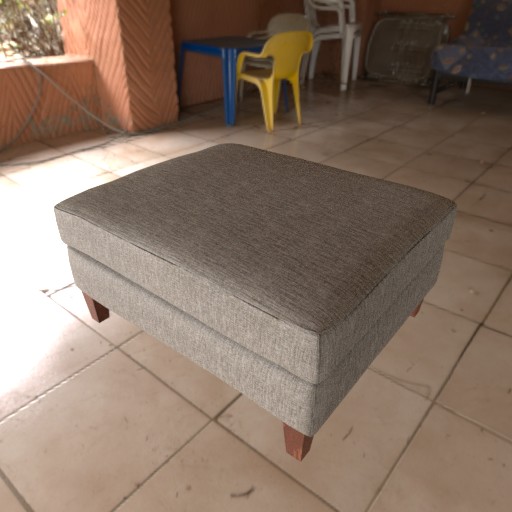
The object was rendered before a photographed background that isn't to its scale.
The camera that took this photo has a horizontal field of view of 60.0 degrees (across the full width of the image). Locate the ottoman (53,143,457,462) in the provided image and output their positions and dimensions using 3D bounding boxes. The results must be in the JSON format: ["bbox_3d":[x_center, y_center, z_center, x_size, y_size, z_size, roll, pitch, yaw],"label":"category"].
[{"bbox_3d":[0.000,0.000,1.474,0.994,0.492,0.839,23,38,32],"label":"ottoman"}]
